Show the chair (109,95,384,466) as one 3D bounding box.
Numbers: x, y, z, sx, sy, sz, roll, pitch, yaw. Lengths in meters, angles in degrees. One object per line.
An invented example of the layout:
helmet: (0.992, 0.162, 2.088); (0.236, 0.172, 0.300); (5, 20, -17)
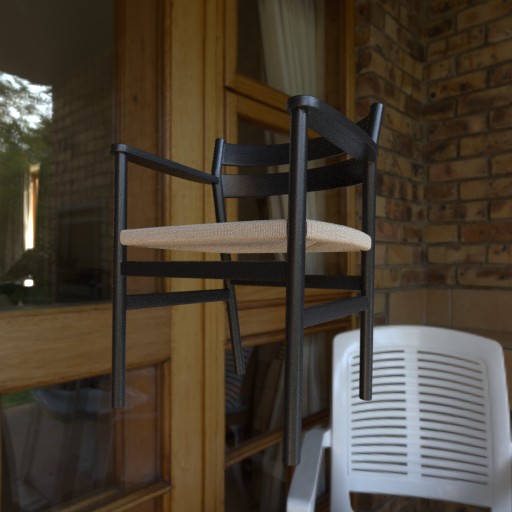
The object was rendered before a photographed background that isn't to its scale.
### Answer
chair: (0.000, 0.000, 1.164); (0.630, 0.775, 0.508); (0, -1, 37)
